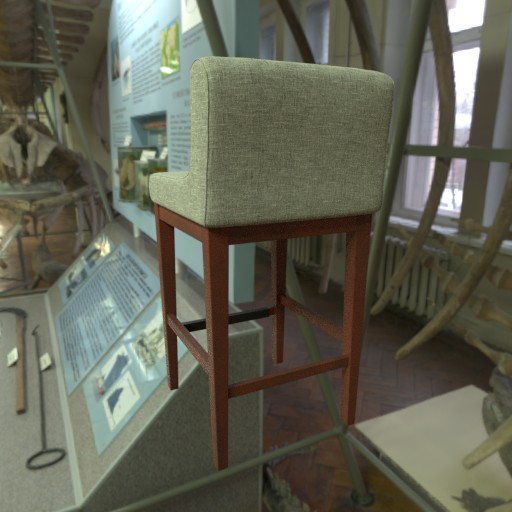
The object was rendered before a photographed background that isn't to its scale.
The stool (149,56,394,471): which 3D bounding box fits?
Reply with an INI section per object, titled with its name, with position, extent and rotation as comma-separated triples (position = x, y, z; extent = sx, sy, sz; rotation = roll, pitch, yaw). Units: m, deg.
[stool]
position = 0.000, 0.000, 1.098
extent = 0.417, 0.835, 0.459
rotation = -7, 16, -26
